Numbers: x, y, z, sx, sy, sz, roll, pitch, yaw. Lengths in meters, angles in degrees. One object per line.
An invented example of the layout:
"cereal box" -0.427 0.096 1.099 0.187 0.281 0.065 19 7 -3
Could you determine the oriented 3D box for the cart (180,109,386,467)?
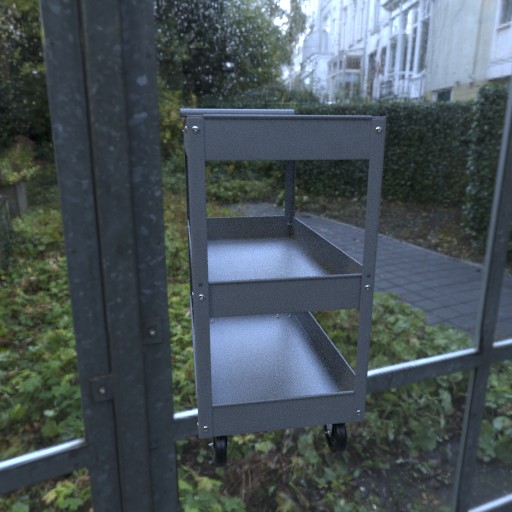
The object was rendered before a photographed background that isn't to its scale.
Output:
"cart" 0.000 0.000 1.180 0.366 0.780 0.719 -3 15 -9
